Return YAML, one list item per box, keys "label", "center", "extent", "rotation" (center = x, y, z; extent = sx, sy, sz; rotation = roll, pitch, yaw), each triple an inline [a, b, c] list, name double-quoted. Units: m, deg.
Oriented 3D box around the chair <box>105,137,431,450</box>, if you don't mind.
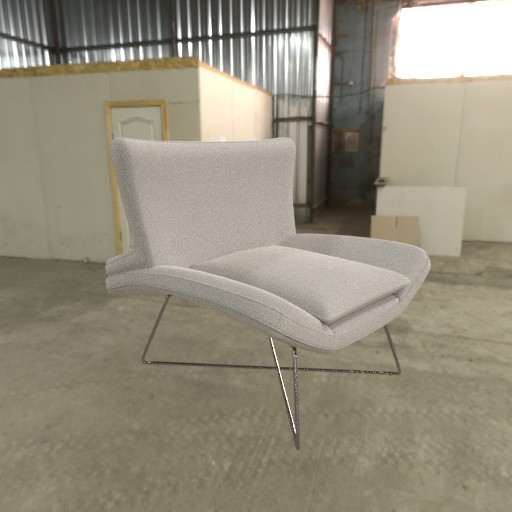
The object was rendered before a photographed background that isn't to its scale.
- label: "chair"
  center: [0.000, 0.000, 1.655]
  extent: [0.859, 0.855, 1.008]
  rotation: [-14, 21, -43]
